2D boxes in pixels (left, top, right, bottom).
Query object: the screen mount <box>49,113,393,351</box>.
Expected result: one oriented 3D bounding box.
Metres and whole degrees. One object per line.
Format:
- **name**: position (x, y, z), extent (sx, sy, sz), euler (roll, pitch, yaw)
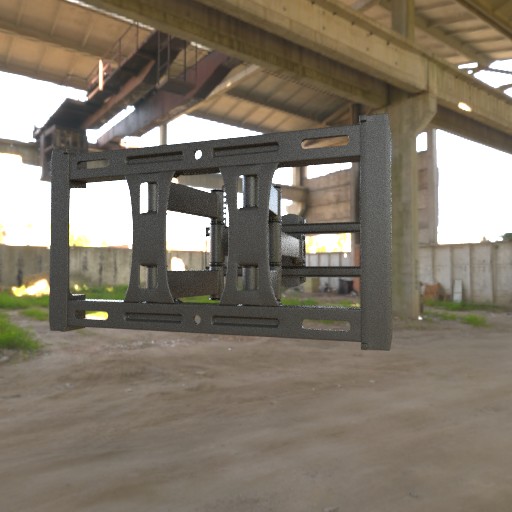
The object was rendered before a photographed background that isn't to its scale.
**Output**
- **screen mount**: position (0.000, 0.000, 0.934), extent (0.571, 0.424, 0.556), euler (-1, -2, 20)
